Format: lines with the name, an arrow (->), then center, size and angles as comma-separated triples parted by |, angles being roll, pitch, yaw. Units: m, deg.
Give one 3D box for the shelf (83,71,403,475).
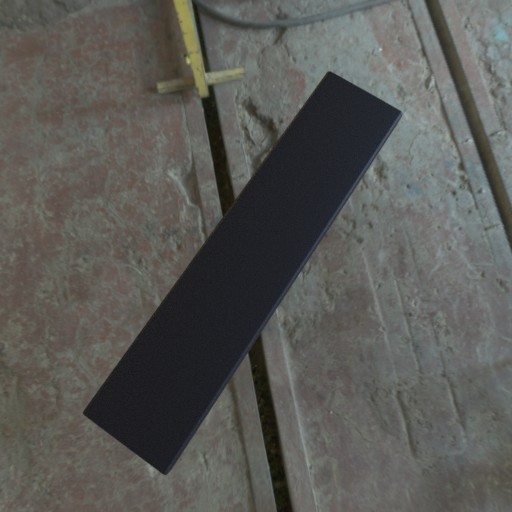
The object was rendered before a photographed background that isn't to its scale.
shelf -> 0.000, 0.000, 0.489 | 0.102, 0.053, 0.456 | 33, 78, 8
